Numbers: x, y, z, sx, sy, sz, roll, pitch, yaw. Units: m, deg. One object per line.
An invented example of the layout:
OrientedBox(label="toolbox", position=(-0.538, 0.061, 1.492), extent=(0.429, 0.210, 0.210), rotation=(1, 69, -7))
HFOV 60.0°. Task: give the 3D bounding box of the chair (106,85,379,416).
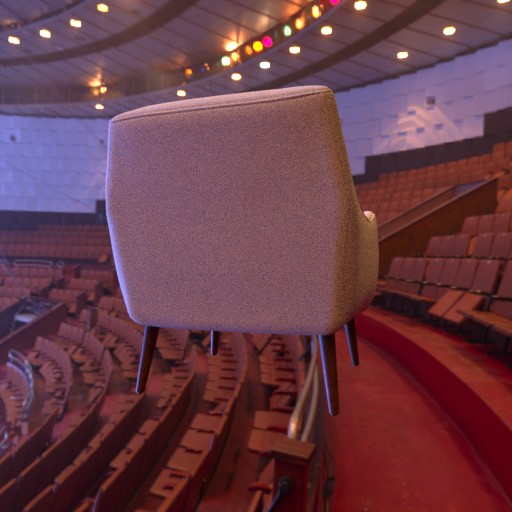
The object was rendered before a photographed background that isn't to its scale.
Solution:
OrientedBox(label="chair", position=(0.000, 0.000, 1.484), extent=(0.762, 0.838, 0.787), rotation=(0, 0, 18))
